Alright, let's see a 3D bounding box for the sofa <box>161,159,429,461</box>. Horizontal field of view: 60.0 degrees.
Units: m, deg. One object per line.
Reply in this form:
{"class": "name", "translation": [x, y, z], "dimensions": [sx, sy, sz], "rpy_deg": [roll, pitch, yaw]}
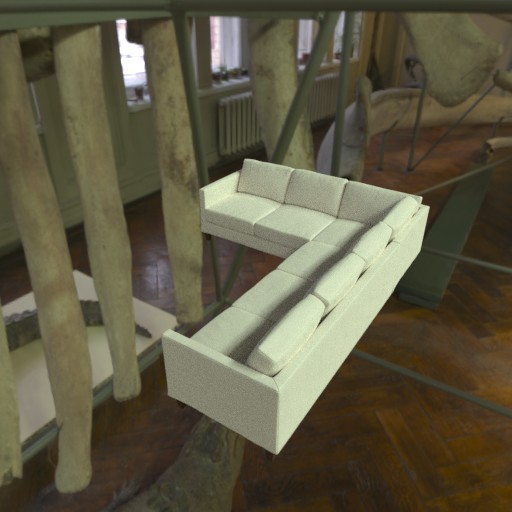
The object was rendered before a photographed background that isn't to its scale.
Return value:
{"class": "sofa", "translation": [0.000, 0.000, 4.344], "dimensions": [2.432, 0.863, 3.182], "rpy_deg": [18, 35, 29]}
